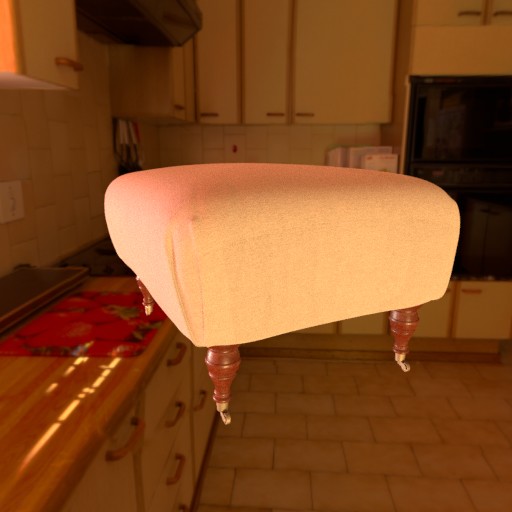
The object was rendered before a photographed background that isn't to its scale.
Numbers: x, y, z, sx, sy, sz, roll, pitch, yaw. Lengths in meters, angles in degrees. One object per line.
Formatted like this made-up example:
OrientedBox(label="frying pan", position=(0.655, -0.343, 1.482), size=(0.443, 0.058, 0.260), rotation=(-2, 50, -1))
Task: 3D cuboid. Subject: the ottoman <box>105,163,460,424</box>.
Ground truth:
OrientedBox(label="ottoman", position=(0.000, 0.000, 1.099), size=(0.622, 0.450, 0.746), rotation=(-7, 15, -26))
